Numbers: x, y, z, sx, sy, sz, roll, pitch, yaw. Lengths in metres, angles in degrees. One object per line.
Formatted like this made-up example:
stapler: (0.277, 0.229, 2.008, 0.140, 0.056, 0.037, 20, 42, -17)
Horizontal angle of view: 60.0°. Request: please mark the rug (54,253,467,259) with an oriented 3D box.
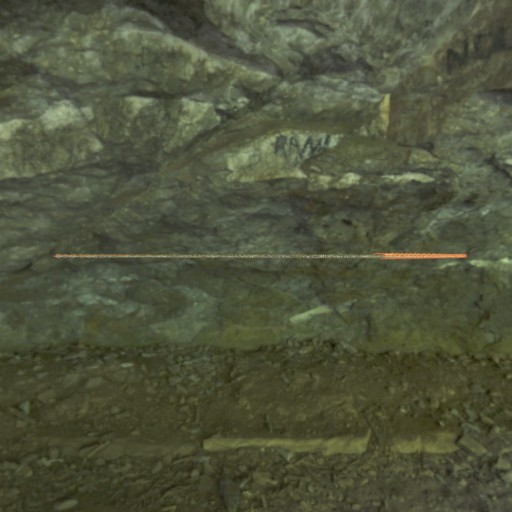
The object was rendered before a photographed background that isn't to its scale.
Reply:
rug: (0.000, 0.000, 2.331, 1.838, 0.019, 1.220, 0, 0, 35)
